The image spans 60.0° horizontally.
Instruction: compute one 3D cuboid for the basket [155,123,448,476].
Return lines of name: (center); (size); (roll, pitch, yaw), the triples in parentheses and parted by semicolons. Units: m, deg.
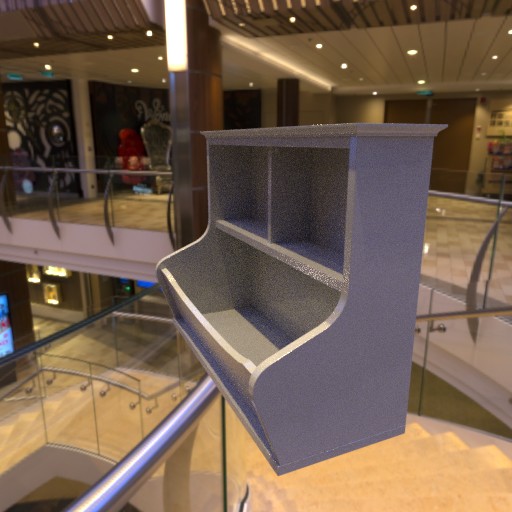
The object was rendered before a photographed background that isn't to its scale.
basket: (0.000, 0.000, 1.089); (0.350, 0.600, 0.780); (-7, 16, -23)
